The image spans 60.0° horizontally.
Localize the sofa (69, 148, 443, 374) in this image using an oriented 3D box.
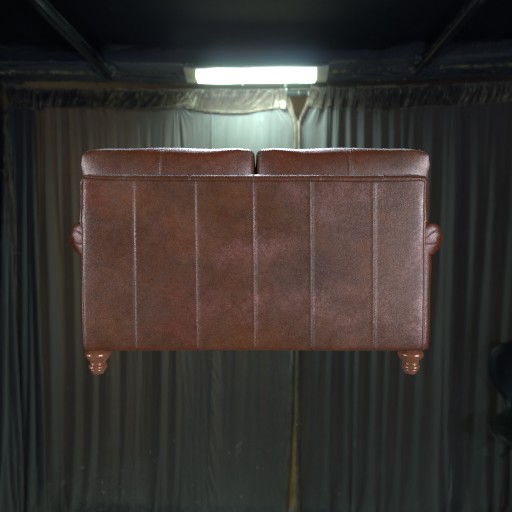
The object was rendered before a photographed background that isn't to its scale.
[{"bbox_3d":[0.000,0.000,2.291,1.616,0.976,0.990,0,1,0],"label":"sofa"}]
